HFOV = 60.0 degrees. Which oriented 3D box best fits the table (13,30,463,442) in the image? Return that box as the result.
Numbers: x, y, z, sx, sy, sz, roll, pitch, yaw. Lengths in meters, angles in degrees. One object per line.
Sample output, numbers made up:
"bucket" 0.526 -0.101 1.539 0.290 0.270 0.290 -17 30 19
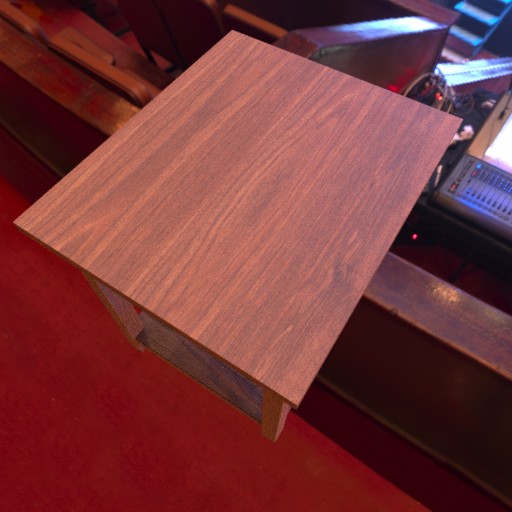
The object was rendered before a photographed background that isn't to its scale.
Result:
"table" 0.000 0.000 1.090 0.559 0.635 0.660 29 63 16
